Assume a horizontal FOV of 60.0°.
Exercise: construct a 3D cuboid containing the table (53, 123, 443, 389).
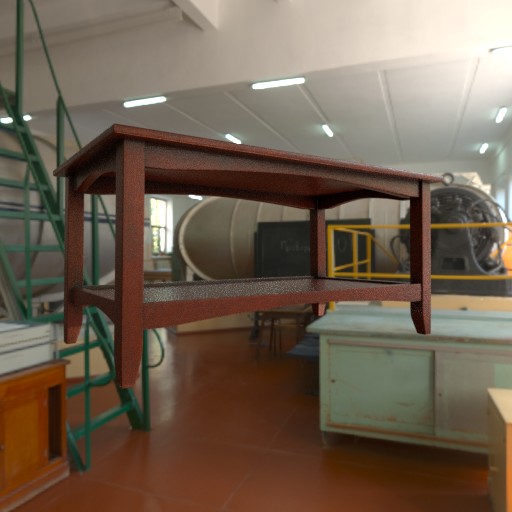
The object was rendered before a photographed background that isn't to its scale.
[{"bbox_3d":[0.000,0.000,1.227,0.943,0.456,0.533,0,1,-35],"label":"table"}]
